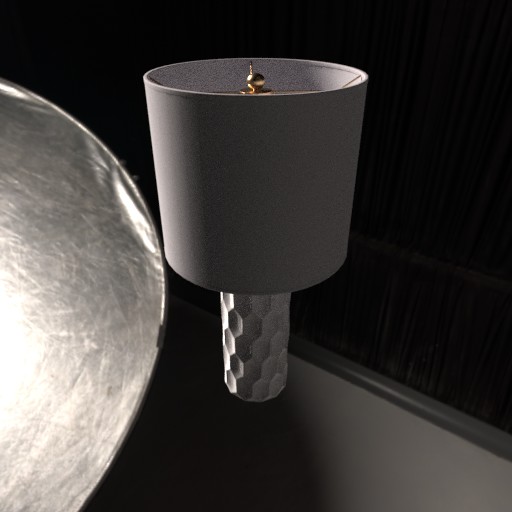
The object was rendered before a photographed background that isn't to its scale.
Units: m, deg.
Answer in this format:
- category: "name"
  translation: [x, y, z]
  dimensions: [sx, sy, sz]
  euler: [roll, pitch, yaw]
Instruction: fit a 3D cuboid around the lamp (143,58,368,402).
- category: "lamp"
  translation: [0.000, 0.000, 0.695]
  dimensions: [0.277, 0.537, 0.277]
  euler: [20, 36, 30]
